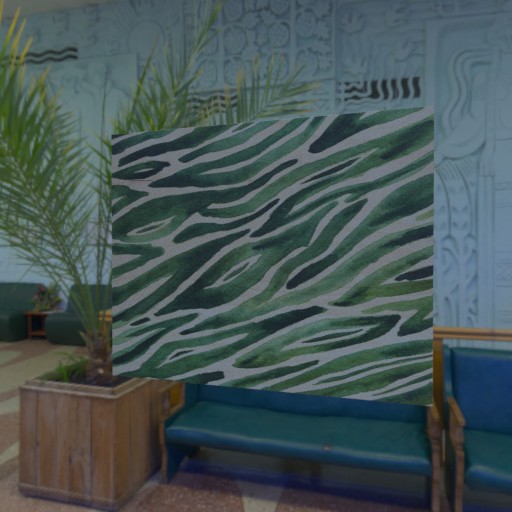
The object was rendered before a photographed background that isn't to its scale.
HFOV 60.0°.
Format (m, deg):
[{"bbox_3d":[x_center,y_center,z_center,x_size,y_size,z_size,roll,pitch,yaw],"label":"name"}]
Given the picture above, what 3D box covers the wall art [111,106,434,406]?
[{"bbox_3d":[0.000,0.000,0.682,0.508,0.408,0.012,0,1,17],"label":"wall art"}]
